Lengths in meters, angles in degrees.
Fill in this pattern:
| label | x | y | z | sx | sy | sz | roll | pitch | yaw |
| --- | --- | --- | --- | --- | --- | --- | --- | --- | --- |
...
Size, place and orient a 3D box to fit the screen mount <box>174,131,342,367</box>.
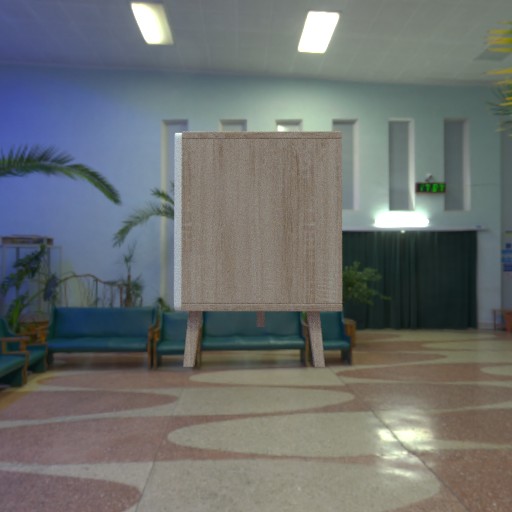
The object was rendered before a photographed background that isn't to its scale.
| label | x | y | z | sx | sy | sz | roll | pitch | yaw |
| --- | --- | --- | --- | --- | --- | --- | --- | --- | --- |
| screen mount | 0.000 | 0.000 | 1.803 | 0.420 | 0.570 | 1.500 | 0 | -1 | 0 |
